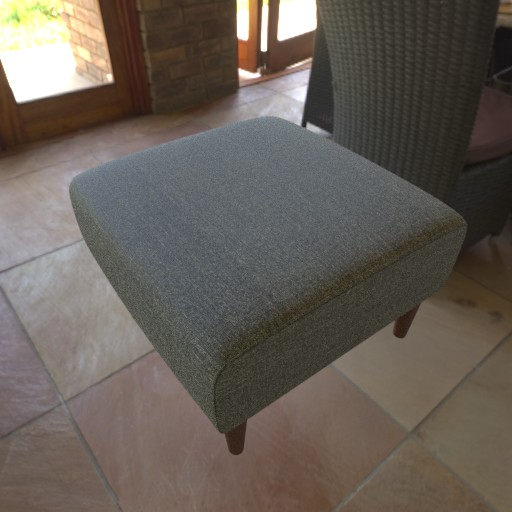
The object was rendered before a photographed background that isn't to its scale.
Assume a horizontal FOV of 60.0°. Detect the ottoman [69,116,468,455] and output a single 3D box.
[{"bbox_3d":[0.000,0.000,1.062,0.648,0.399,0.655,-25,46,-27],"label":"ottoman"}]
